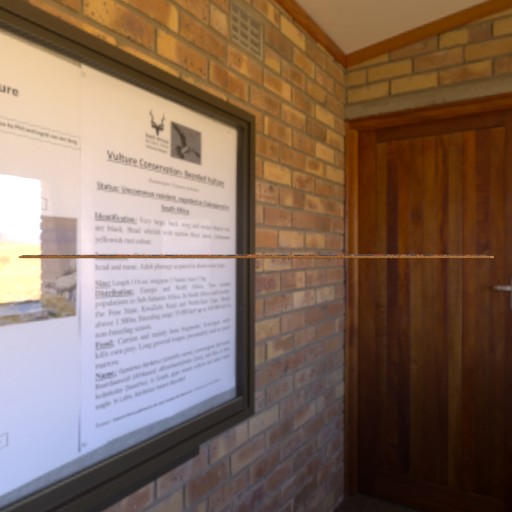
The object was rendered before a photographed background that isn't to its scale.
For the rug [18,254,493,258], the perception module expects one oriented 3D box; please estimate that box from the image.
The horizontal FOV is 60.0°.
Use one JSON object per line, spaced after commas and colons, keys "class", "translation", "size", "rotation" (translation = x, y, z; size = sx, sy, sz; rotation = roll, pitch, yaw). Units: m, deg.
{"class": "rug", "translation": [0.000, 0.000, 2.207], "size": [1.758, 0.013, 1.148], "rotation": [0, 0, 0]}
